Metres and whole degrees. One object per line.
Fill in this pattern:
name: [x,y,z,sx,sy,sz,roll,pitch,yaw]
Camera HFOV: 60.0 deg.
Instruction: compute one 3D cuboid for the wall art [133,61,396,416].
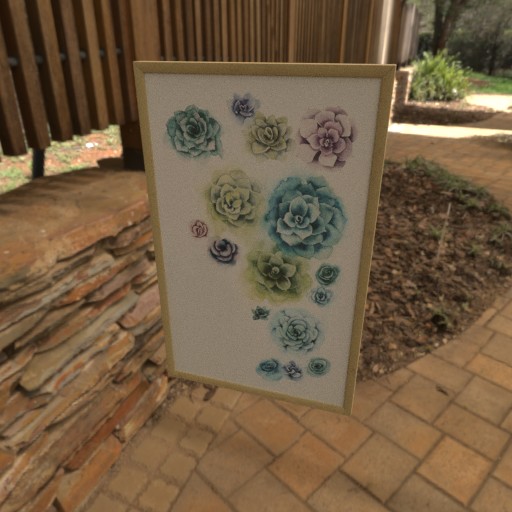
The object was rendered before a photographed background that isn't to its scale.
wall art: [0.000,0.000,1.013,0.510,0.810,0.039,8,27,16]
